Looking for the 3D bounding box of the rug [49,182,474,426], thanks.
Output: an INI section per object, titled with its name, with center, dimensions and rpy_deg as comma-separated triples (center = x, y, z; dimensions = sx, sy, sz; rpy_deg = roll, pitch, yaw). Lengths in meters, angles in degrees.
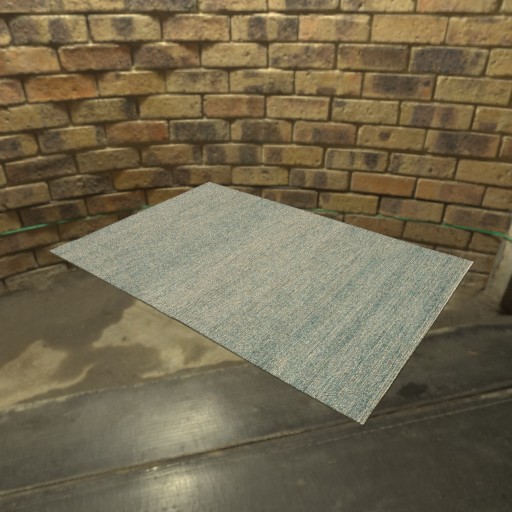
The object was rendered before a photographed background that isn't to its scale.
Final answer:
[rug]
center = 0.000, 0.000, 5.125
dimensions = 4.078, 0.052, 2.802
rpy_deg = 22, 37, 32
